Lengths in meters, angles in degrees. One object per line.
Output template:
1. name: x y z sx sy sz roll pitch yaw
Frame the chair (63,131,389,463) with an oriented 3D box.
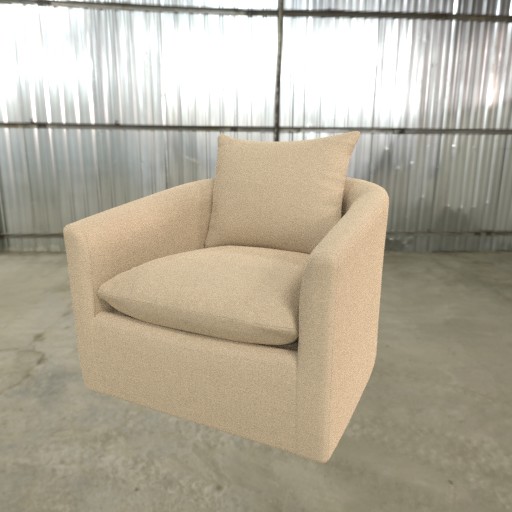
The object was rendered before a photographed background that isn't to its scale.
1. chair: 0.000 0.000 1.547 0.845 0.848 0.910 7 15 25
